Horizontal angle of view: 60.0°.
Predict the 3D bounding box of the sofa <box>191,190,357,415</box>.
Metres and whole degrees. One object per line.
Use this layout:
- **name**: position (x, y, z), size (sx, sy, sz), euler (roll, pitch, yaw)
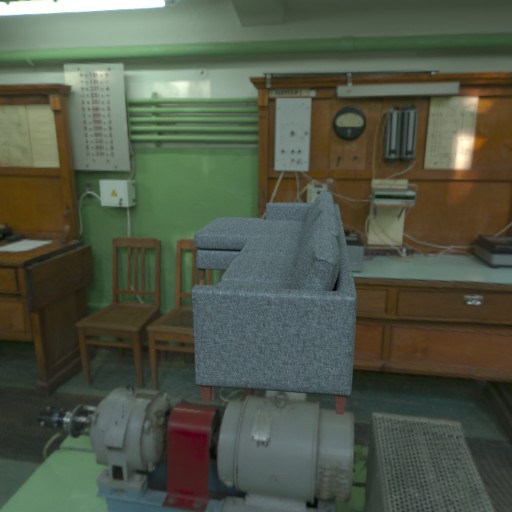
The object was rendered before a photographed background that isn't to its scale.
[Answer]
- **sofa**: position (0.000, 0.000, 4.188), size (1.635, 0.960, 3.485), euler (2, 15, 8)
